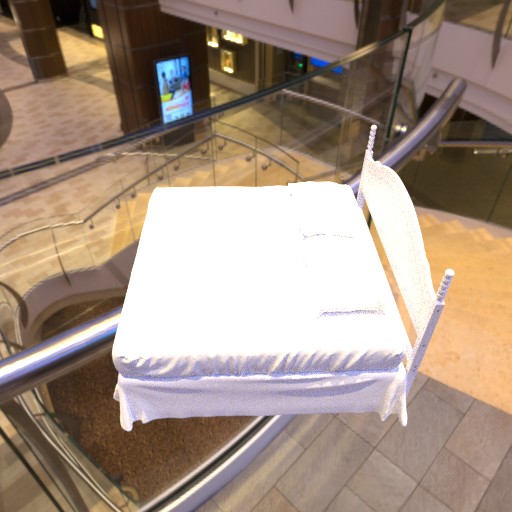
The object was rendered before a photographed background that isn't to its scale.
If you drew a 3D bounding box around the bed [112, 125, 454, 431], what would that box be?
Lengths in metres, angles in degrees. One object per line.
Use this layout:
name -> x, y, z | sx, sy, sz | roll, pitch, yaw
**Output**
bed -> 0.000, 0.000, 3.615 | 2.219, 1.355, 2.322 | -1, 41, -1
